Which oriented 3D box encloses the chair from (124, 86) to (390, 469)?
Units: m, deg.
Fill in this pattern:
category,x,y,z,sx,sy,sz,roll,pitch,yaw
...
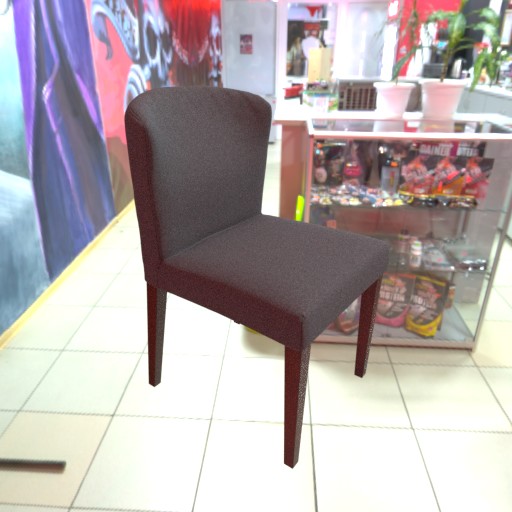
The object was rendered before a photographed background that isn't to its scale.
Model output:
category,x,y,z,sx,sy,sz,roll,pitch,yaw
chair,0.000,0.000,1.206,0.592,0.839,0.491,18,31,32
